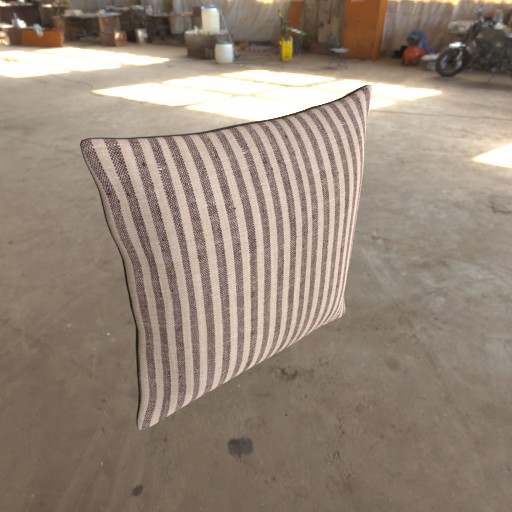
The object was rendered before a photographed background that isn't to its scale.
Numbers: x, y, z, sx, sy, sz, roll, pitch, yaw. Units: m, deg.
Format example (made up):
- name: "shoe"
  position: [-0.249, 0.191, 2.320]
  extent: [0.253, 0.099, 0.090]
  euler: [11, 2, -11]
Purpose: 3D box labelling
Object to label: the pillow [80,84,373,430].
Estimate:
- name: "pillow"
  position: [0.000, 0.000, 0.772]
  extent: [0.523, 0.506, 0.166]
  euler: [-22, 38, -31]
